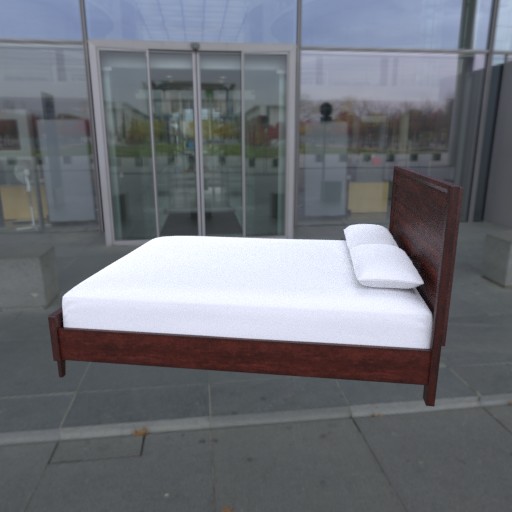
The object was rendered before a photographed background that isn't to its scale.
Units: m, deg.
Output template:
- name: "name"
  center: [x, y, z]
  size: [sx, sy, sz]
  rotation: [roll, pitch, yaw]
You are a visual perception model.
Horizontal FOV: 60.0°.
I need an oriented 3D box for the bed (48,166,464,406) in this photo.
- name: "bed"
  center: [0.000, 0.000, 3.972]
  size: [2.803, 1.492, 2.040]
  rotation: [2, 15, 7]
